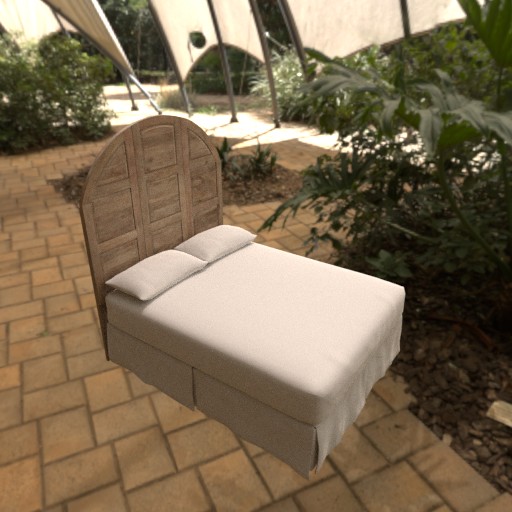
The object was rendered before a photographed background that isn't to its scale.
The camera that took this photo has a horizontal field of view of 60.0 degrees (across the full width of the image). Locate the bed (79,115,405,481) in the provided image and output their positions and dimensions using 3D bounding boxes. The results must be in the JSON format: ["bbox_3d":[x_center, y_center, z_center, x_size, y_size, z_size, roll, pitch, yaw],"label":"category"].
[{"bbox_3d":[0.000,0.000,3.550,2.112,2.002,1.713,17,30,31],"label":"bed"}]
